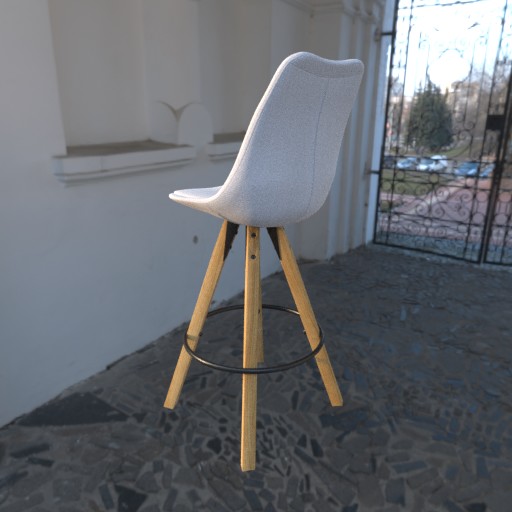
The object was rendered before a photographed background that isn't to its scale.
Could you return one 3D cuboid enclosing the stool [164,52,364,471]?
[{"bbox_3d":[0.000,0.000,1.399,0.484,1.115,0.550,-16,24,-41],"label":"stool"}]
